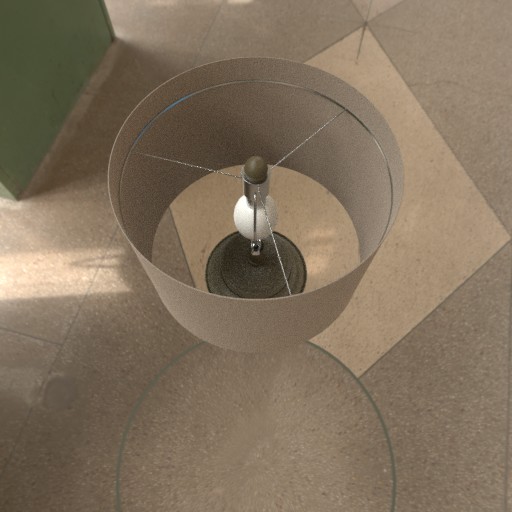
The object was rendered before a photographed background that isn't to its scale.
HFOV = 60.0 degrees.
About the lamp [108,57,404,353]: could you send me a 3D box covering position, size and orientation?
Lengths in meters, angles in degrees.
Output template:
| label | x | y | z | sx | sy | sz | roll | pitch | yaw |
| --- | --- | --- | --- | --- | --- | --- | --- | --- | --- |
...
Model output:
| label | x | y | z | sx | sy | sz | roll | pitch | yaw |
| --- | --- | --- | --- | --- | --- | --- | --- | --- | --- |
| lamp | 0.000 | 0.000 | 0.697 | 0.318 | 0.486 | 0.318 | 0 | 65 | 0 |
